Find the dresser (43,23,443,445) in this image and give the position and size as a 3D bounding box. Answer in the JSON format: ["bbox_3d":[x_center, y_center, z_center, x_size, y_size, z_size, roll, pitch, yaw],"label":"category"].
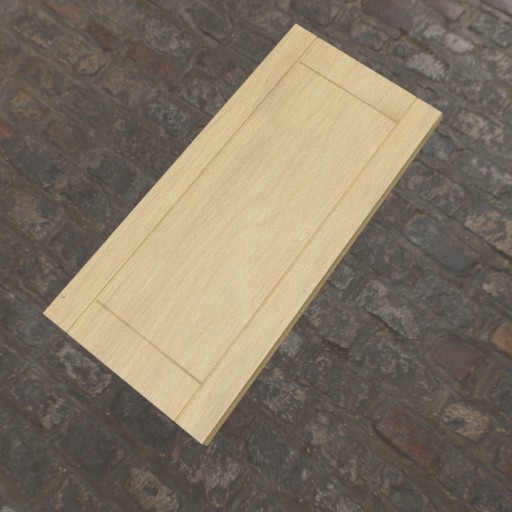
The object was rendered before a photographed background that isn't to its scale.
[{"bbox_3d":[0.000,0.000,1.393,0.440,0.835,0.915,36,78,9],"label":"dresser"}]
